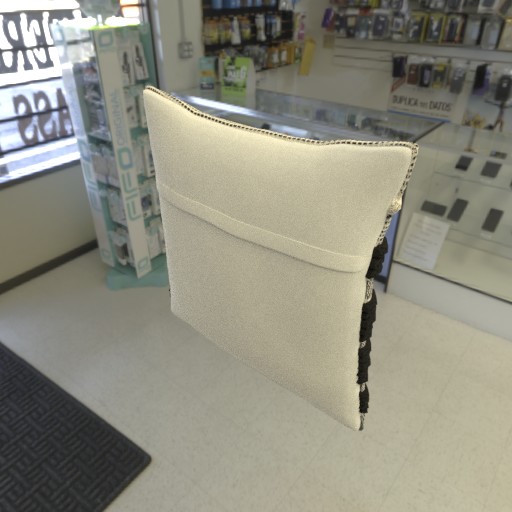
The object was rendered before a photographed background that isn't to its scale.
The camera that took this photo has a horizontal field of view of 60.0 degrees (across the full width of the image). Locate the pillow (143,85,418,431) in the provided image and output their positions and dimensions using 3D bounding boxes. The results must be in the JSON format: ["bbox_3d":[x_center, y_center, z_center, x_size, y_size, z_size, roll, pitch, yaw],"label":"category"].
[{"bbox_3d":[0.000,0.000,0.670,0.436,0.438,0.156,25,40,34],"label":"pillow"}]
